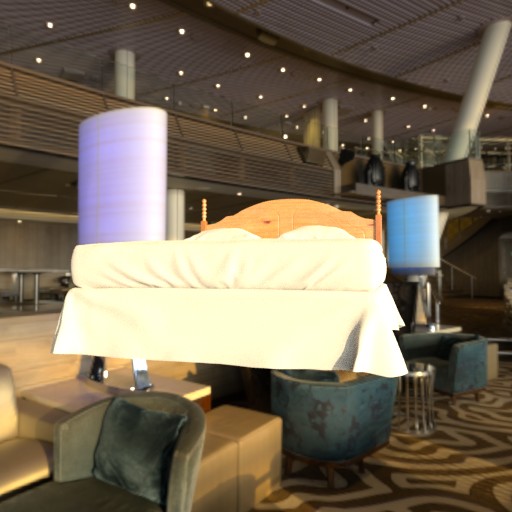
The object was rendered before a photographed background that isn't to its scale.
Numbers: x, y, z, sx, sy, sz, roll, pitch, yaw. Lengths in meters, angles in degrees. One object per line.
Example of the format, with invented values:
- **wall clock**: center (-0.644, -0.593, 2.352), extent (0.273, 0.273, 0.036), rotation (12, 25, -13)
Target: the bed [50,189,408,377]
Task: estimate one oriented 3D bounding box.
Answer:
- **bed**: center (0.000, 0.000, 3.586), extent (2.322, 1.355, 2.219), rotation (-1, -2, 17)
